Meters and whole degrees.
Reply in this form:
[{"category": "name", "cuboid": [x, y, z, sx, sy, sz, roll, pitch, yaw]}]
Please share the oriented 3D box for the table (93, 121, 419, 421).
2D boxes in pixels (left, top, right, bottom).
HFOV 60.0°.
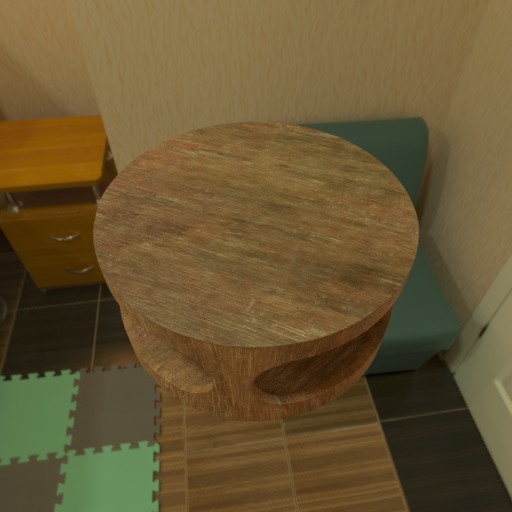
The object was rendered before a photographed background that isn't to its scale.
[{"category": "table", "cuboid": [0.000, 0.000, 1.532, 0.974, 0.450, 0.974, 0, 48, 0]}]
